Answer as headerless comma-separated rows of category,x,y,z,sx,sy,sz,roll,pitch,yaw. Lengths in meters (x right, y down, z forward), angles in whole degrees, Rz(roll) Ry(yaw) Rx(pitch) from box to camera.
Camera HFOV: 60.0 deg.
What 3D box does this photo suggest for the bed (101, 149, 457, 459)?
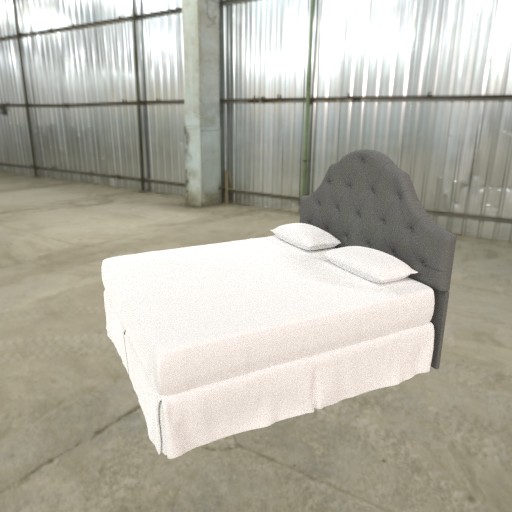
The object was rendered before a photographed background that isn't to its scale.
bed,0.000,0.000,3.573,2.214,1.615,2.008,-8,19,-26
